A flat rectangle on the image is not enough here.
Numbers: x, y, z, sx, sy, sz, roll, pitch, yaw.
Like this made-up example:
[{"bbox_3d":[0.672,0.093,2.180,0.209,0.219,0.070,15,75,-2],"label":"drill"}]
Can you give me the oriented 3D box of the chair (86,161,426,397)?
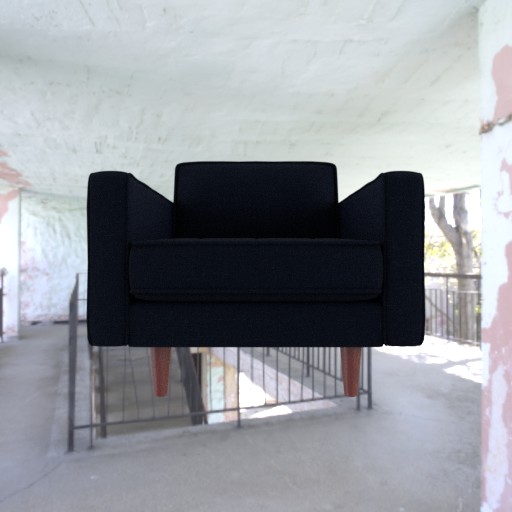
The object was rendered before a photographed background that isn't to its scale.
[{"bbox_3d":[0.000,0.000,1.579,0.899,0.770,0.920,0,0,0],"label":"chair"}]
